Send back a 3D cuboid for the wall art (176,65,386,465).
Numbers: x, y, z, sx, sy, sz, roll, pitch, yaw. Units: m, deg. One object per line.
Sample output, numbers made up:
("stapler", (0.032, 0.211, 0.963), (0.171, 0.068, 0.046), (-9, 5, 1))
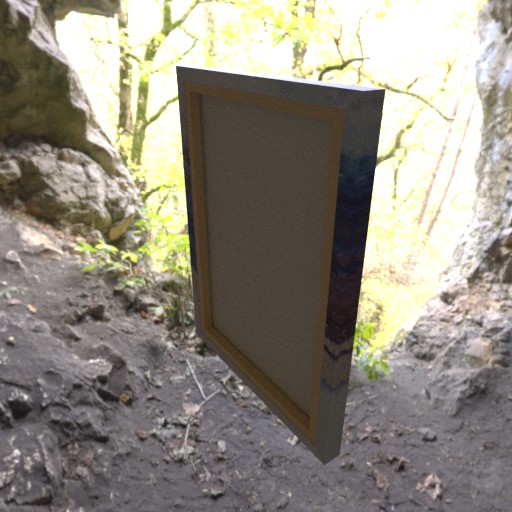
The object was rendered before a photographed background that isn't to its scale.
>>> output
("wall art", (0.000, 0.000, 0.763), (0.036, 0.581, 0.437), (-18, 32, -31))
